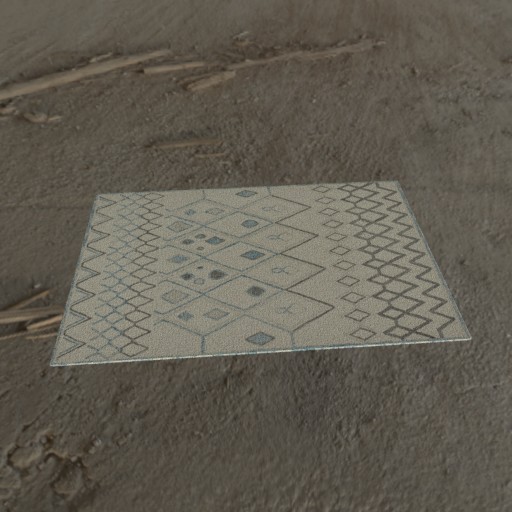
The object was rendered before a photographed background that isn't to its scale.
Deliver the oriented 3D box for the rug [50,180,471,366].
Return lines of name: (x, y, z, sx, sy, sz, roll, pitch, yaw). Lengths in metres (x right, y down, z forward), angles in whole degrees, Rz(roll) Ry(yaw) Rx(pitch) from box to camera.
rug: (0.000, 0.000, 3.066, 2.439, 0.015, 1.524, -3, 47, -3)
